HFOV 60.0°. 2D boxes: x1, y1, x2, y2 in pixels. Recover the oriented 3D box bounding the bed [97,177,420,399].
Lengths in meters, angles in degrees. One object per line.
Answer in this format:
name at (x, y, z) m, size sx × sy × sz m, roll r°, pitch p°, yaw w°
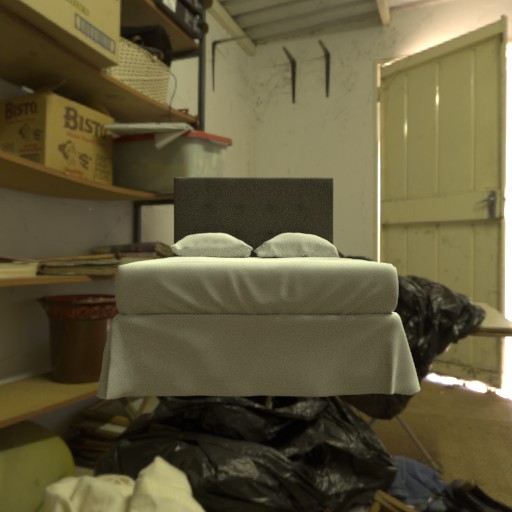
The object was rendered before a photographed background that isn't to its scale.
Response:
bed at (0.000, 0.000, 3.536) m, size 1.936 × 1.577 × 2.222 m, roll 0°, pitch 1°, yaw -1°
